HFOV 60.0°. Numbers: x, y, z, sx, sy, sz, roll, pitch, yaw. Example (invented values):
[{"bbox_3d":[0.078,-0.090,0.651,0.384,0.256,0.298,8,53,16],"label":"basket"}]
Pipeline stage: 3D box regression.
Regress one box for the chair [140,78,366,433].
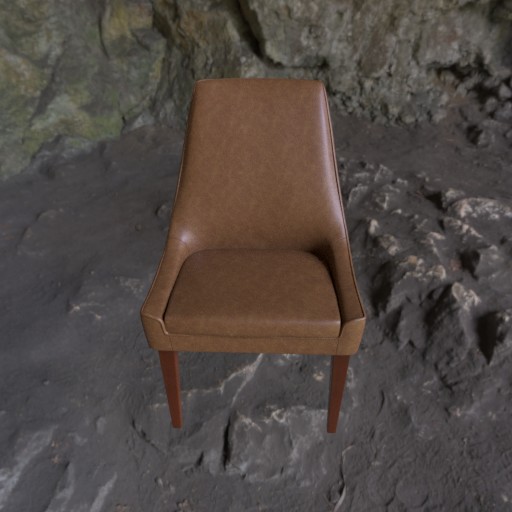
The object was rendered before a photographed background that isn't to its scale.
[{"bbox_3d":[0.000,0.000,1.237,0.529,0.861,0.544,1,30,2],"label":"chair"}]
